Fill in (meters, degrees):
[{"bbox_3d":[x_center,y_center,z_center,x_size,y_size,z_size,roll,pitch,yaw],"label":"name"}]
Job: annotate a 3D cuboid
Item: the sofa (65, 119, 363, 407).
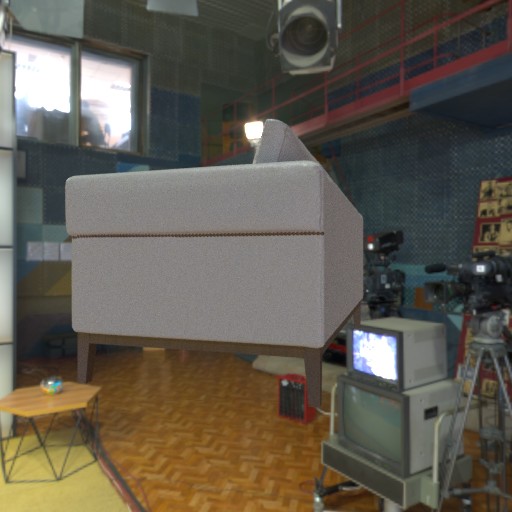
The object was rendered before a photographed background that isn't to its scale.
[{"bbox_3d":[0.000,0.000,2.124,0.899,0.873,1.598,0,0,18],"label":"sofa"}]
